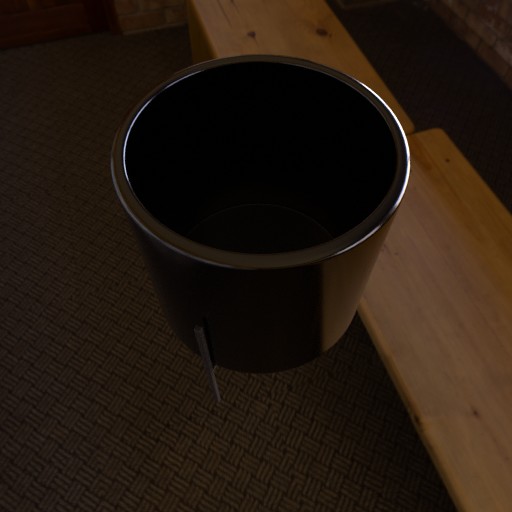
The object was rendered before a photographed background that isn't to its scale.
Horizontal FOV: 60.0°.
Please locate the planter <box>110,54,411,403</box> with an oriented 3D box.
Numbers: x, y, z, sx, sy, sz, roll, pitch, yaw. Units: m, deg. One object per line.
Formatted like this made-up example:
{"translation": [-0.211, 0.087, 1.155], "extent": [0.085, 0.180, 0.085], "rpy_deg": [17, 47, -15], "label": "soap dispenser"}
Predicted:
{"translation": [0.000, 0.000, 0.627], "extent": [0.310, 0.432, 0.310], "rpy_deg": [35, 64, 20], "label": "planter"}
